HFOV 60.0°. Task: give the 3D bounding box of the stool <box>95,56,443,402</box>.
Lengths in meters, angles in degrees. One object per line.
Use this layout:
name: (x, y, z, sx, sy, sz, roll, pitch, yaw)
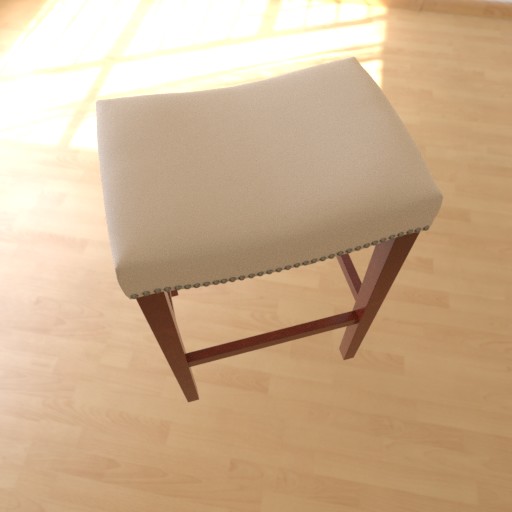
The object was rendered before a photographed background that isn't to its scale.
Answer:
stool: (0.000, 0.000, 1.011, 0.504, 0.742, 0.372, -13, 59, -8)
